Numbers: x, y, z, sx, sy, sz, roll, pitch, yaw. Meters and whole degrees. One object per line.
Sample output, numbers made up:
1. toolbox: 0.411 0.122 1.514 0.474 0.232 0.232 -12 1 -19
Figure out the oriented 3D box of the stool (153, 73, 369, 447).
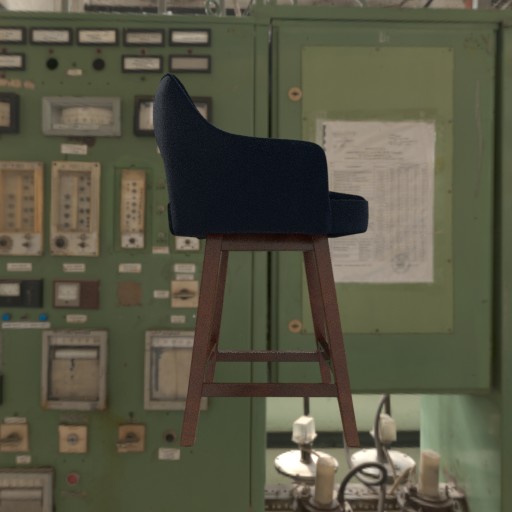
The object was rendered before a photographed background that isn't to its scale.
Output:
1. stool: 0.000 0.000 1.296 0.560 0.940 0.550 0 1 1
